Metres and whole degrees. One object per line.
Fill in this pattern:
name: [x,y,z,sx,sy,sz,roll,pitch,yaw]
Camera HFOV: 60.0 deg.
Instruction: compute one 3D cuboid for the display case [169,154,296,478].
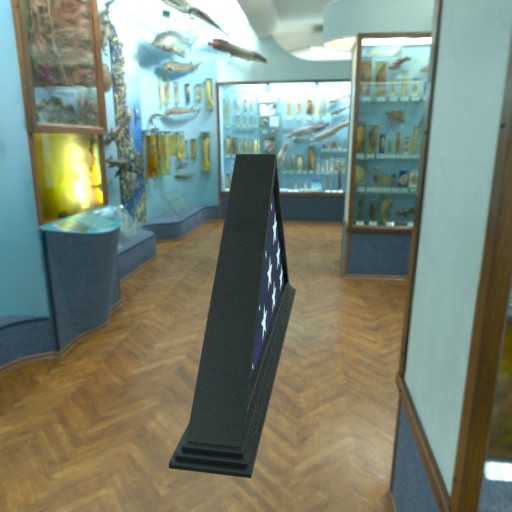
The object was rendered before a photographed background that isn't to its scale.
display case: [0.000,0.000,0.759,0.095,0.340,0.640,2,15,9]
